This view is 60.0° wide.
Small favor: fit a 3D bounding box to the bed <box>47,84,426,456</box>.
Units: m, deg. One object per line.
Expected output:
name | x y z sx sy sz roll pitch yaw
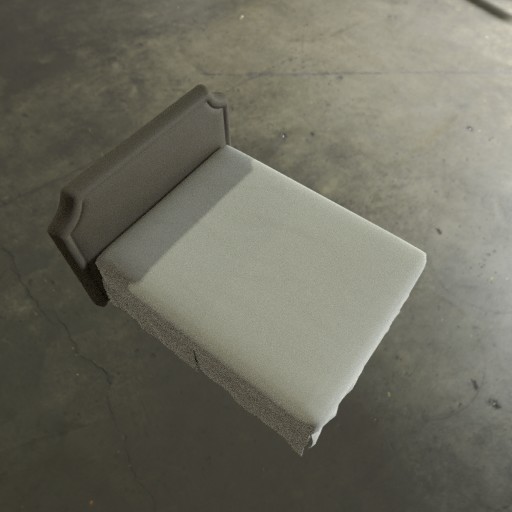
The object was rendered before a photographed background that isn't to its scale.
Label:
bed | 0.000 0.000 3.354 2.181 1.297 1.831 32 63 19
